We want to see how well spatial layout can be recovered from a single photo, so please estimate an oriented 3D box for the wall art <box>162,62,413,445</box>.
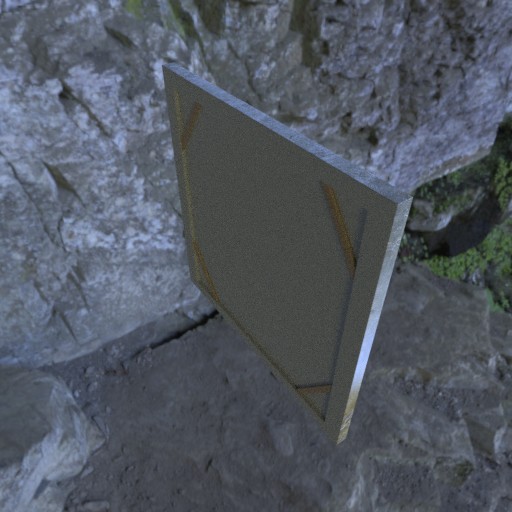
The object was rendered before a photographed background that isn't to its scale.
[{"bbox_3d":[0.000,0.000,1.645,0.051,1.091,1.092,-26,47,-26],"label":"wall art"}]
